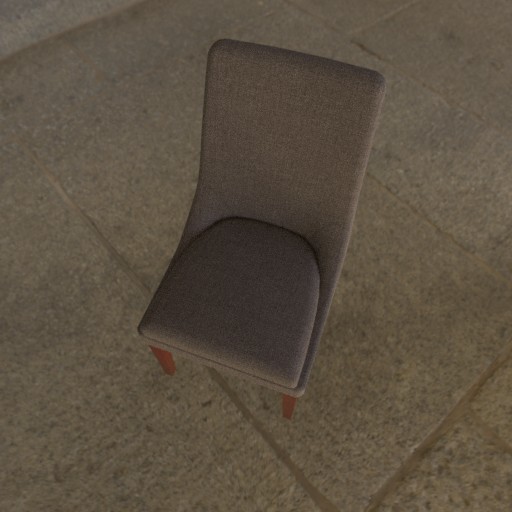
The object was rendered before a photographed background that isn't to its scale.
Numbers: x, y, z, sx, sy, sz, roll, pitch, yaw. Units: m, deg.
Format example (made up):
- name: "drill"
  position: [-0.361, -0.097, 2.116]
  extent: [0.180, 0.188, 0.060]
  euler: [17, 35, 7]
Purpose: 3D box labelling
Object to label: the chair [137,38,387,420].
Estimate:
- name: "chair"
  position: [0.000, 0.000, 1.335]
  extent: [0.508, 0.952, 0.655]
  euler: [17, 60, 10]
